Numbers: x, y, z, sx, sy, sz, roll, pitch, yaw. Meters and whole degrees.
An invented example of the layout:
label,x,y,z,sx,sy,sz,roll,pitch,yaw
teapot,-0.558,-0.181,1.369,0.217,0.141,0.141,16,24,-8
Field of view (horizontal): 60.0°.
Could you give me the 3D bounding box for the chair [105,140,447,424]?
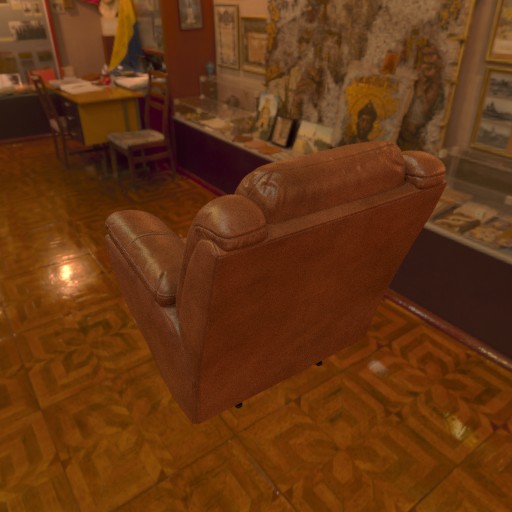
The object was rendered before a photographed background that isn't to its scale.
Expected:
label,x,y,z,sx,sy,sz,roll,pitch,yaw
chair,0.000,0.000,1.862,0.990,1.093,1.041,-19,35,-29
